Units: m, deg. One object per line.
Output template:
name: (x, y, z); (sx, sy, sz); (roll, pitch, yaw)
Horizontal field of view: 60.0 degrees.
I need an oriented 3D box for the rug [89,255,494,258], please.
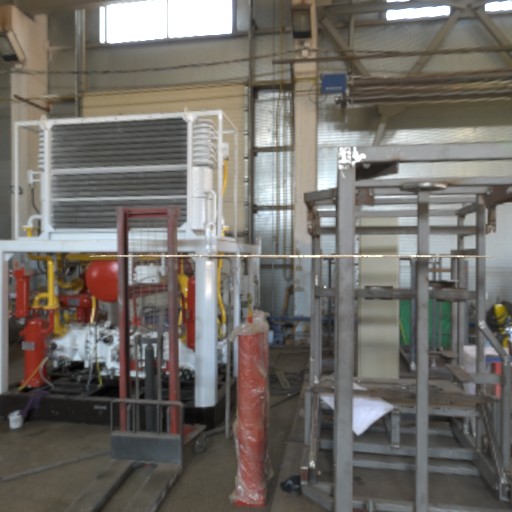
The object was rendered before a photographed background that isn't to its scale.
rug: (0.000, 0.000, 2.171); (1.142, 0.010, 1.748); (0, 0, -35)
